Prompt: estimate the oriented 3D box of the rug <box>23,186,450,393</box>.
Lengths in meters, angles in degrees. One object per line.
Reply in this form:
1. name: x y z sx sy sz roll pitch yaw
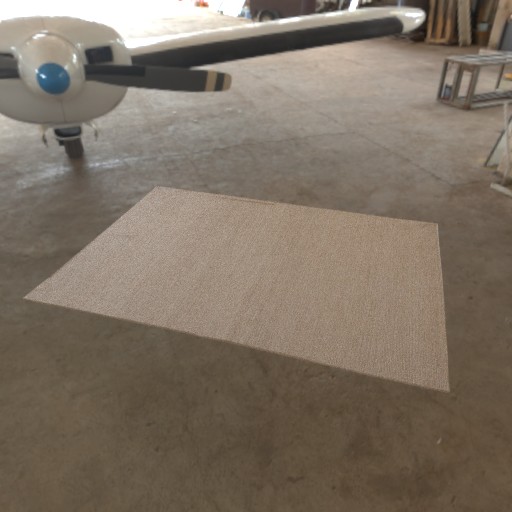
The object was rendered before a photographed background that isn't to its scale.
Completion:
1. rug: 0.000 0.000 3.598 2.869 0.038 2.032 10 34 14
